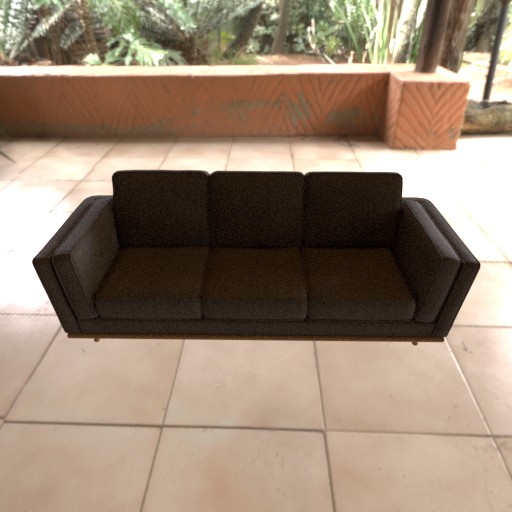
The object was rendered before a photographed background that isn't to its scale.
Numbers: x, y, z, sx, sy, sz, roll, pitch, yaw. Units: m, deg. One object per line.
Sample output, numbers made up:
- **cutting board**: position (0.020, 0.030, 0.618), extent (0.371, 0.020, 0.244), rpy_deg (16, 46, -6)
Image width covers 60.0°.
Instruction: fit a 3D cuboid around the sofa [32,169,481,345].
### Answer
- **sofa**: position (0.000, 0.000, 2.792), extent (2.362, 0.899, 0.903), rpy_deg (0, 31, 1)
